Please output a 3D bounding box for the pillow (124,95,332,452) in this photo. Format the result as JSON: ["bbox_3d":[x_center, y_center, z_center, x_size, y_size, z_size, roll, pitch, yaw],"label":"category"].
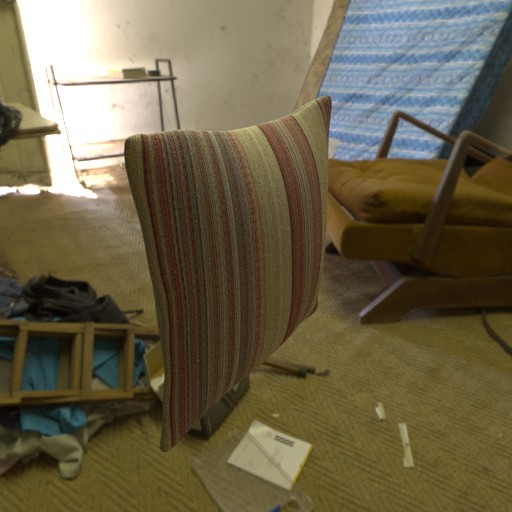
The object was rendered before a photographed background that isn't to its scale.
[{"bbox_3d":[0.000,0.000,0.658,0.136,0.419,0.437,17,30,31],"label":"pillow"}]
